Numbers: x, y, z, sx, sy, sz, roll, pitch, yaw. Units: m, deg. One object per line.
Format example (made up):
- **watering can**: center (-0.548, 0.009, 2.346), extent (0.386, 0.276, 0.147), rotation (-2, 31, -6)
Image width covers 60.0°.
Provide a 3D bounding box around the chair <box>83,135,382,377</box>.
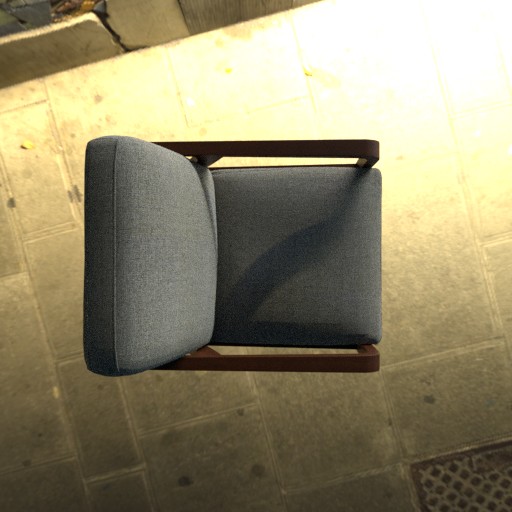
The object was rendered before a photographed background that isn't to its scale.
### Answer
- **chair**: center (0.000, 0.000, 1.466), extent (0.858, 0.847, 0.704), rotation (0, 90, 0)
